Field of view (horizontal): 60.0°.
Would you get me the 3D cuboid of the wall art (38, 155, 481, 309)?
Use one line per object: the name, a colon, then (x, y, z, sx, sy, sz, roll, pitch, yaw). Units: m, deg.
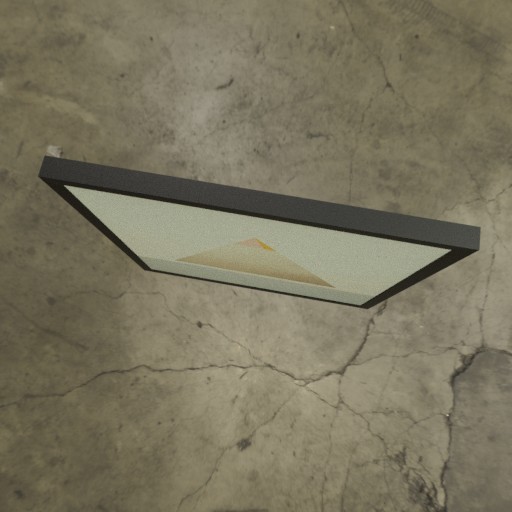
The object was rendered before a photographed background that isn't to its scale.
wall art: (0.000, 0.000, 1.136, 0.769, 0.766, 0.042, 10, 76, 2)
